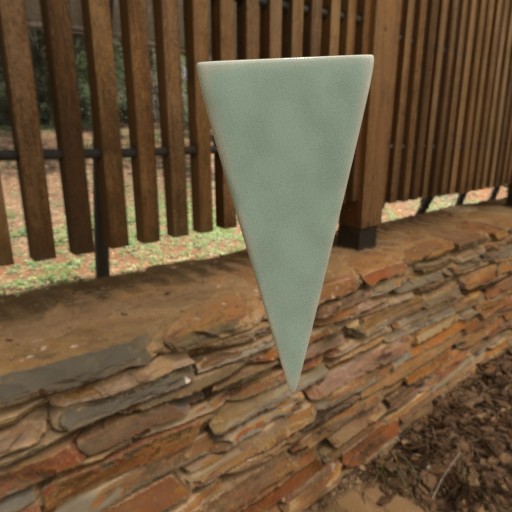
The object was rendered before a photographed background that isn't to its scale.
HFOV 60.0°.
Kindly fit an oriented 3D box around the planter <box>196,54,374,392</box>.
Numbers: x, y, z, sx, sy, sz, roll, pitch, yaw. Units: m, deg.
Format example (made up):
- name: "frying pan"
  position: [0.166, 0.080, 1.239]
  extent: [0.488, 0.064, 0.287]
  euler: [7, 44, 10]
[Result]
- name: "planter"
  position: [0.000, 0.000, 0.215]
  extent: [0.080, 0.178, 0.064]
  euler: [15, 22, 43]
